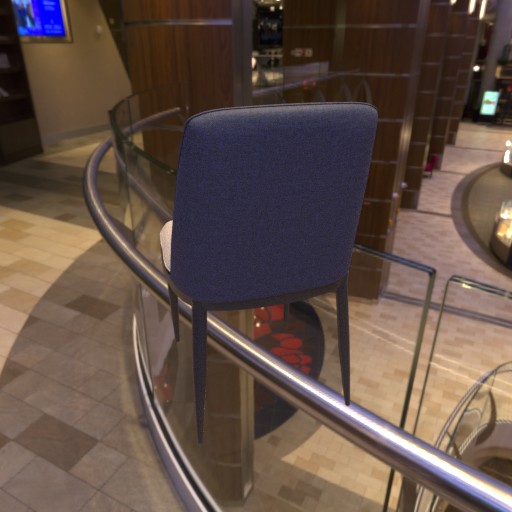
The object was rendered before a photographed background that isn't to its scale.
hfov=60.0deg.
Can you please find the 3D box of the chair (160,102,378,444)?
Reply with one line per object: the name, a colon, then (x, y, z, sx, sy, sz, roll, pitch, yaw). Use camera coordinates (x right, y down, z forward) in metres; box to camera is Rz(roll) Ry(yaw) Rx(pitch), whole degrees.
chair: (0.000, 0.000, 1.188, 0.480, 0.839, 0.551, -8, 27, -16)
